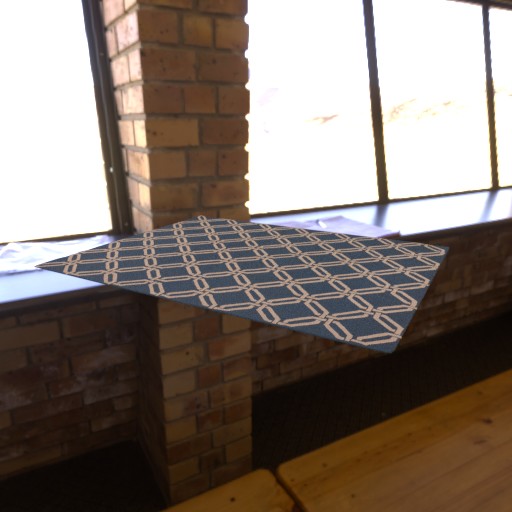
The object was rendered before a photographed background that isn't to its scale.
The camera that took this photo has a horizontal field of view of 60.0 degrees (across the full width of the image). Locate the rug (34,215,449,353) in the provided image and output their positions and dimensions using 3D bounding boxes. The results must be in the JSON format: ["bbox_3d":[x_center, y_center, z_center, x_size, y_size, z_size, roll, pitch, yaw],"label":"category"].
[{"bbox_3d":[0.000,0.000,3.851,2.867,0.020,2.277,9,19,28],"label":"rug"}]
